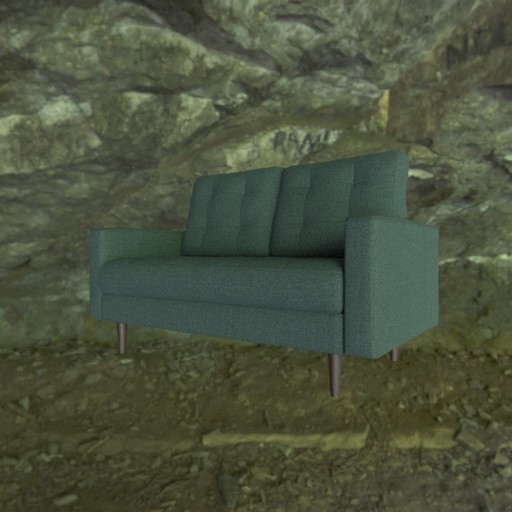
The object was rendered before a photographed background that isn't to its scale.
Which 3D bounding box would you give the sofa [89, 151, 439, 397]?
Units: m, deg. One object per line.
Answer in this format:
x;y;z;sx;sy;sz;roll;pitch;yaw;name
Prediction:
0.000;0.000;2.012;1.407;0.907;0.842;0;1;35;sofa
